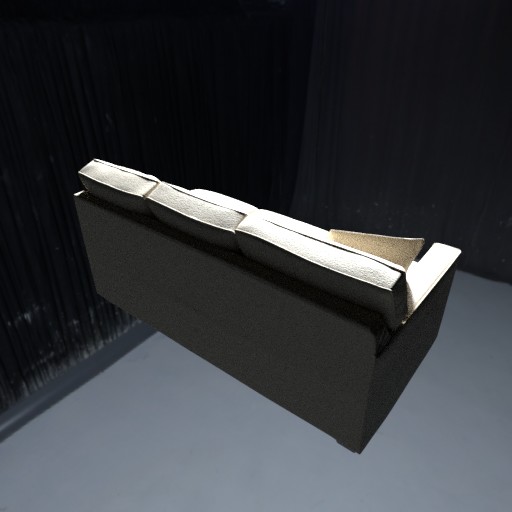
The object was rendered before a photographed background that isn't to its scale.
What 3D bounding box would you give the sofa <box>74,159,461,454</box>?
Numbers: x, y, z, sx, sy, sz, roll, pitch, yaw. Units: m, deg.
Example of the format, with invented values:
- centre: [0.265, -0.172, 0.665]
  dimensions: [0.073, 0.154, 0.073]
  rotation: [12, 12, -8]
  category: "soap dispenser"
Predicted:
- centre: [0.000, 0.000, 2.571]
  dimensions: [1.962, 0.946, 1.034]
  rotation: [22, 38, 32]
  category: "sofa"
